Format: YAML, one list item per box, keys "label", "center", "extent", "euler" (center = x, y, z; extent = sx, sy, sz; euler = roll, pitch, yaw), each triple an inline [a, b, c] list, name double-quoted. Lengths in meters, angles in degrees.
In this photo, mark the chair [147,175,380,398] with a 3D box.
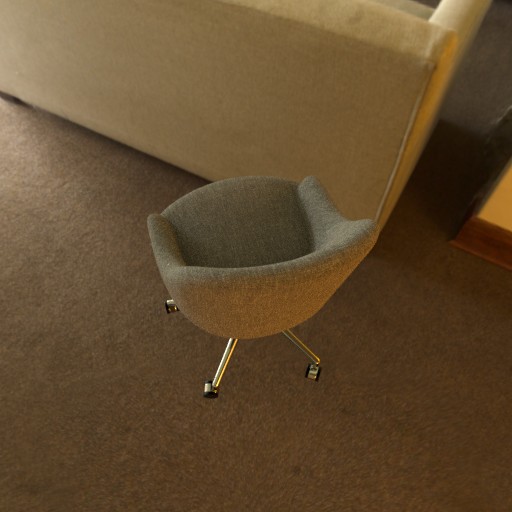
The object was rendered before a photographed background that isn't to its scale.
- label: "chair"
  center: [0.000, 0.000, 1.390]
  extent: [0.671, 0.950, 0.712]
  euler: [-15, 59, -9]
